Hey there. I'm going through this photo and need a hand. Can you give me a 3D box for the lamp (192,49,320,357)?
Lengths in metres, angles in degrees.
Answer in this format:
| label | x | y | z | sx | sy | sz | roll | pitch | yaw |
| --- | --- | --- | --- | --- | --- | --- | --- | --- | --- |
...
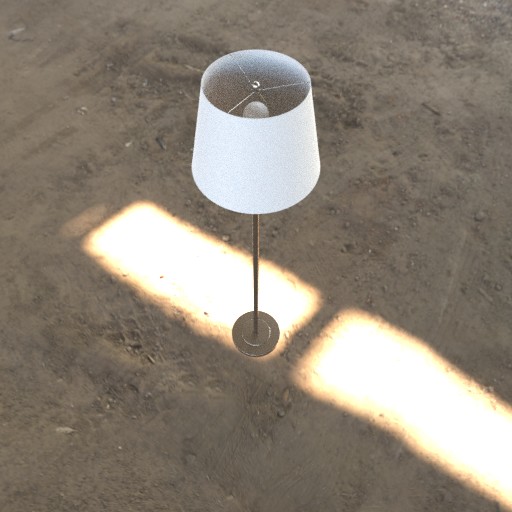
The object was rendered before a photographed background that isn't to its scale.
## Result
| label | x | y | z | sx | sy | sz | roll | pitch | yaw |
| --- | --- | --- | --- | --- | --- | --- | --- | --- | --- |
| lamp | 0.000 | 0.000 | 1.631 | 0.355 | 1.473 | 0.355 | 0 | 57 | 0 |
